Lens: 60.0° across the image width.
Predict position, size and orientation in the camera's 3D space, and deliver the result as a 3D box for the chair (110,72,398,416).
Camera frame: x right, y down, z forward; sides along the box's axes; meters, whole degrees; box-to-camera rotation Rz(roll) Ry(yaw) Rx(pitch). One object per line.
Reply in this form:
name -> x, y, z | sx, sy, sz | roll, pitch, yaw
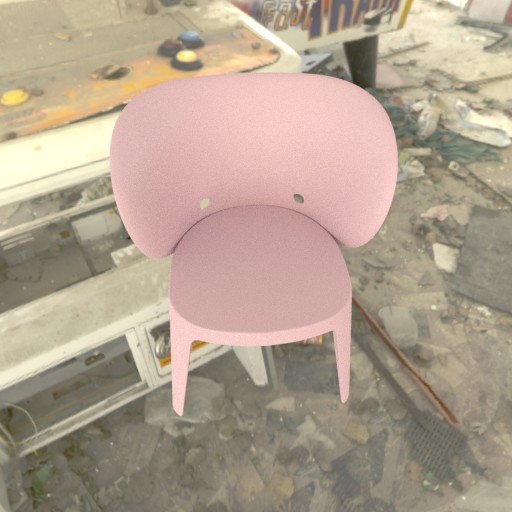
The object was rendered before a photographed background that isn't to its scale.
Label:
chair -> 0.000, 0.000, 0.856 | 0.451, 0.554, 0.402 | -3, 46, -3
